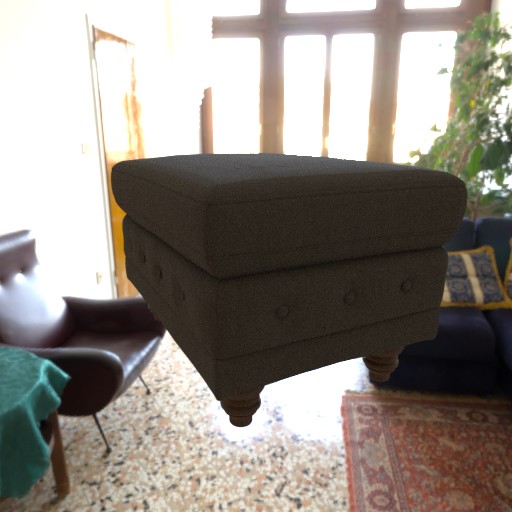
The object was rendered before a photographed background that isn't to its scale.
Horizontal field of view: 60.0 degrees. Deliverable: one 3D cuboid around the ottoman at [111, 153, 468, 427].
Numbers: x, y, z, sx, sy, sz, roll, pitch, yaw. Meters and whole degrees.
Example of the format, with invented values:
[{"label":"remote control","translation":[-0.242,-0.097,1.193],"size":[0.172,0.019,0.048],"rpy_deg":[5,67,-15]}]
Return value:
[{"label":"ottoman","translation":[0.000,0.000,1.127],"size":[0.569,0.500,0.771],"rpy_deg":[-8,17,-26]}]
